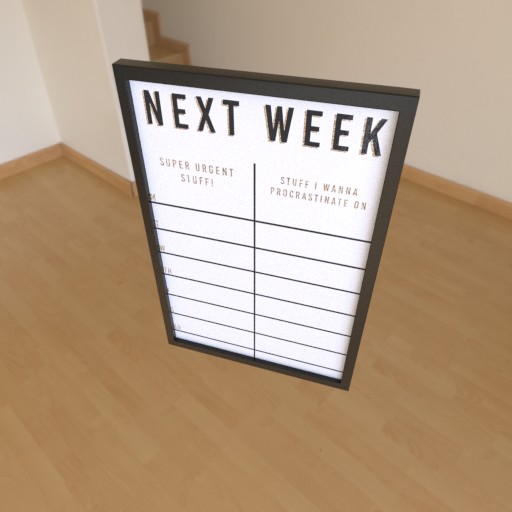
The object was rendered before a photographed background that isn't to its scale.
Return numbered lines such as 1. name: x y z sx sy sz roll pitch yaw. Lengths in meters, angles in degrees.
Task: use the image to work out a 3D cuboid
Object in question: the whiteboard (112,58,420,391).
1. whiteboard: 0.000 0.000 0.767 0.406 0.611 0.026 11 42 13
